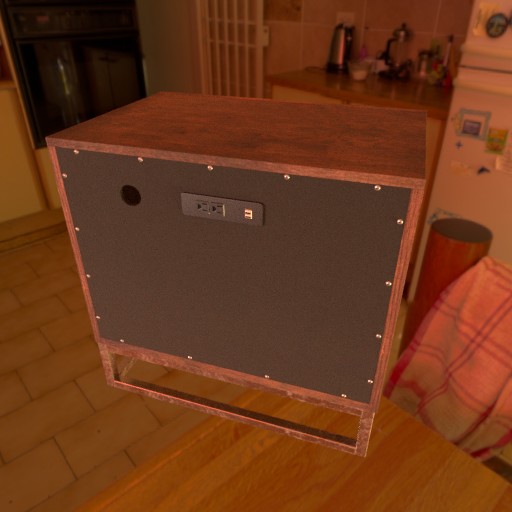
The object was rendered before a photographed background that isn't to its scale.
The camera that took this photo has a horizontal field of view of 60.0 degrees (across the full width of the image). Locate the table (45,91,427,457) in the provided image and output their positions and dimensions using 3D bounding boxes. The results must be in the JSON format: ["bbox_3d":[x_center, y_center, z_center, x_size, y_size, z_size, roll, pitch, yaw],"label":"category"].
[{"bbox_3d":[0.000,0.000,1.241,0.767,0.746,0.542,10,33,16],"label":"table"}]
